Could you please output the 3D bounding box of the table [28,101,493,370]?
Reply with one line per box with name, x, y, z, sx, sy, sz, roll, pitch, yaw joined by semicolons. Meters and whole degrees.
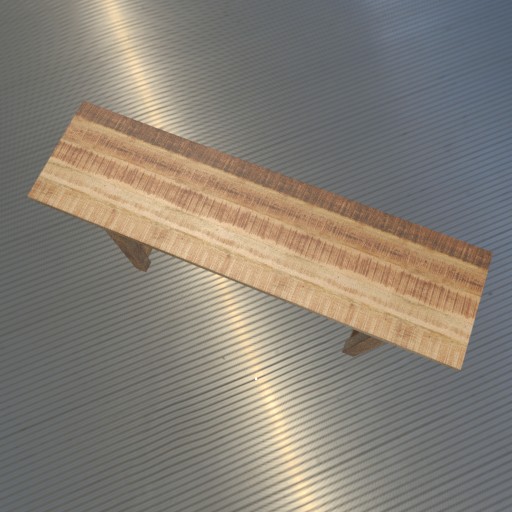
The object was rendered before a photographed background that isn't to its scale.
table;0.000;0.000;1.879;1.524;0.810;0.405;21;76;6
